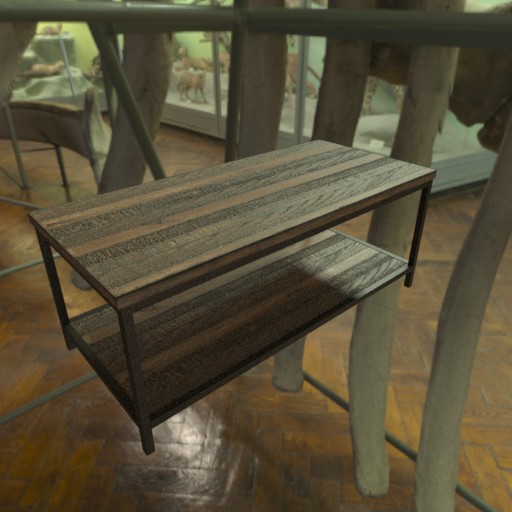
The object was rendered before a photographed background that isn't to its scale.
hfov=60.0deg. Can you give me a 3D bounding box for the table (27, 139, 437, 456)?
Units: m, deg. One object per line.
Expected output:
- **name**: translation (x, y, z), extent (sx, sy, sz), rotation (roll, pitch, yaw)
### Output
- **table**: translation (0.000, 0.000, 1.242), extent (0.990, 0.399, 0.452), rotation (-23, 36, -35)
